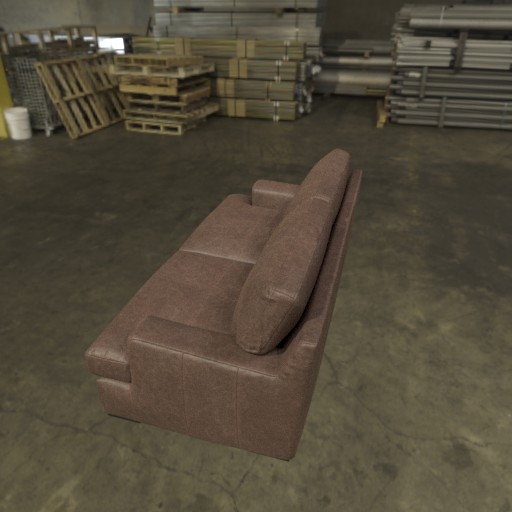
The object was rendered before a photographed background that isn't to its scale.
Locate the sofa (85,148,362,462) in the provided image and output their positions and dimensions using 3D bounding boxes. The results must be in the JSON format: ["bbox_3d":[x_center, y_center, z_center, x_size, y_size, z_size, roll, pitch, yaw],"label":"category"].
[{"bbox_3d":[0.000,0.000,2.886,1.143,0.941,2.261,8,31,14],"label":"sofa"}]
